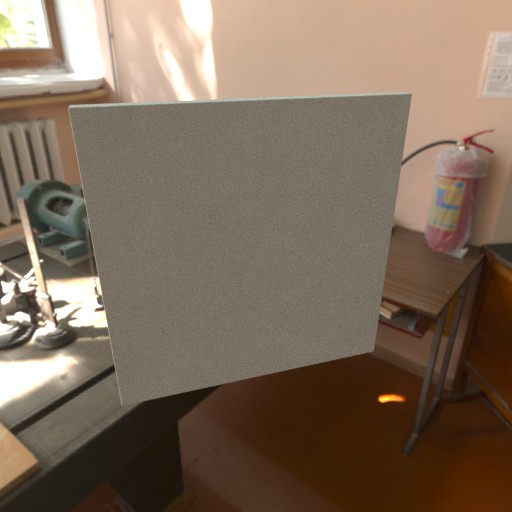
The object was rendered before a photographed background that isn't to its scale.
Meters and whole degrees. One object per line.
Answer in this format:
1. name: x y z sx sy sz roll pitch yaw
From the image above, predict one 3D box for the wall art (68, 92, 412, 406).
1. wall art: 0.000 0.000 1.132 0.762 0.762 0.040 -8 28 -16
